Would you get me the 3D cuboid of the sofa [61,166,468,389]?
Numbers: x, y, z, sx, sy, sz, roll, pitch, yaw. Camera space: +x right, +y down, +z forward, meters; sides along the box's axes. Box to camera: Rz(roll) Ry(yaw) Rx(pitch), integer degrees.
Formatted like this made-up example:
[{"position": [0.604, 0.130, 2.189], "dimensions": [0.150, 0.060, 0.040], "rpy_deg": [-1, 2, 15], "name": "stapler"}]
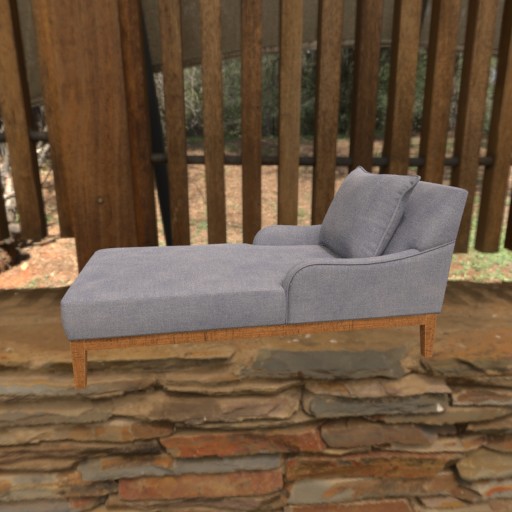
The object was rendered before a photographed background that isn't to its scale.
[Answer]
[{"position": [0.000, 0.000, 2.340], "dimensions": [1.779, 0.883, 0.904], "rpy_deg": [-3, 15, -10], "name": "sofa"}]
